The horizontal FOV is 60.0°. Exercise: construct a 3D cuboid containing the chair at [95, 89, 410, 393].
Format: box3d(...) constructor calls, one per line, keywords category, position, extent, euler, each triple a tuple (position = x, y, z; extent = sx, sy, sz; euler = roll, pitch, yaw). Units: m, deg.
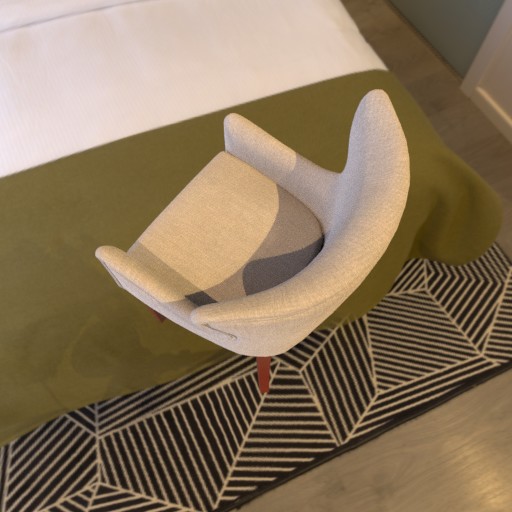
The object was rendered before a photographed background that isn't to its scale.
box3d(category="chair", position=(0.000, 0.000, 1.404), extent=(0.677, 0.948, 0.732), euler=(32, 68, 15))
